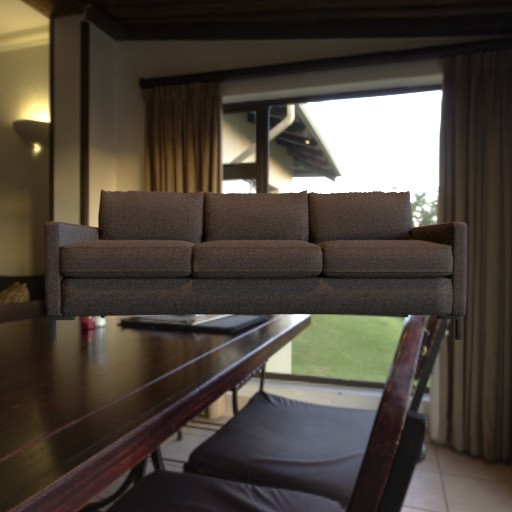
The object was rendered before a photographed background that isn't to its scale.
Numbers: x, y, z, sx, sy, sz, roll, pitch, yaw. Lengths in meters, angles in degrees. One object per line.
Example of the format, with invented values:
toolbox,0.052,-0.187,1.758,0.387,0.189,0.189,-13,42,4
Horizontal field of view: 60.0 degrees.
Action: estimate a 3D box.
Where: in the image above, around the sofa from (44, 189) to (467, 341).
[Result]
sofa,0.000,0.000,2.729,2.253,0.882,0.876,0,1,-1
